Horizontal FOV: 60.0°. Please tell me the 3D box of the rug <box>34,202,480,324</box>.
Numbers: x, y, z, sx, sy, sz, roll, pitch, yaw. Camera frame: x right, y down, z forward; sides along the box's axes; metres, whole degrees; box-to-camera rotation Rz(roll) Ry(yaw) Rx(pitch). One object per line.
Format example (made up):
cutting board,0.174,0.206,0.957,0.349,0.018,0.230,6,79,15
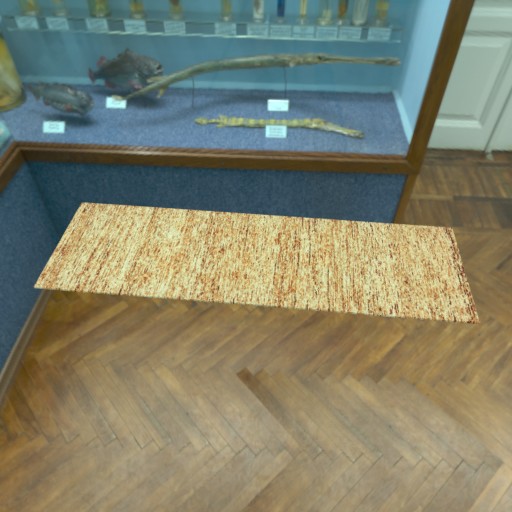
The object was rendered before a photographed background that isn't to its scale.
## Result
rug,0.000,0.000,2.438,2.237,0.014,0.680,4,47,4
